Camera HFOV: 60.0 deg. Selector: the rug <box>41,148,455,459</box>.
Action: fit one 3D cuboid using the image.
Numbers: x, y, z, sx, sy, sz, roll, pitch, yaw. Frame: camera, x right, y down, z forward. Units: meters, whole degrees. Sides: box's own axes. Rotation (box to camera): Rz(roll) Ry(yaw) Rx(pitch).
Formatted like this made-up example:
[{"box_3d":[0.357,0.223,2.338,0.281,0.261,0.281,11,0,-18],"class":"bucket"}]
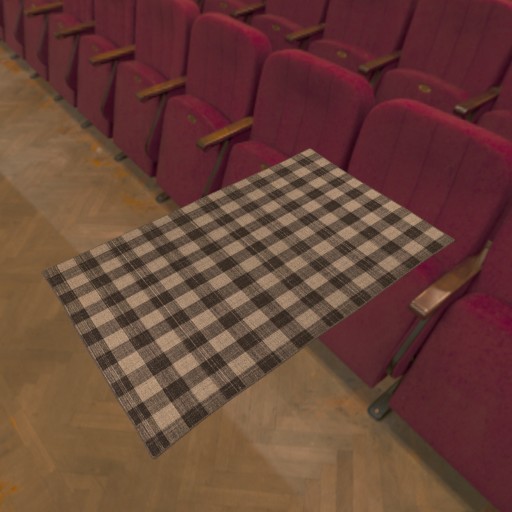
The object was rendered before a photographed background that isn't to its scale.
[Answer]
[{"box_3d":[0.000,0.000,3.093,2.476,0.011,1.554,-29,53,-25],"class":"rug"}]
